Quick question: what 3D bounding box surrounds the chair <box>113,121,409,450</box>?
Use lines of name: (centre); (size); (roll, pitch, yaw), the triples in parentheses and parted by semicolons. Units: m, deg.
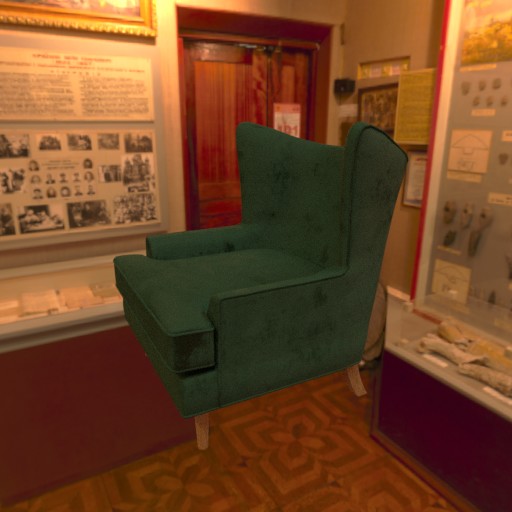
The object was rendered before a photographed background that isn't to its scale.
chair: (0.000, 0.000, 1.641); (0.910, 0.952, 0.793); (-9, 19, -26)
